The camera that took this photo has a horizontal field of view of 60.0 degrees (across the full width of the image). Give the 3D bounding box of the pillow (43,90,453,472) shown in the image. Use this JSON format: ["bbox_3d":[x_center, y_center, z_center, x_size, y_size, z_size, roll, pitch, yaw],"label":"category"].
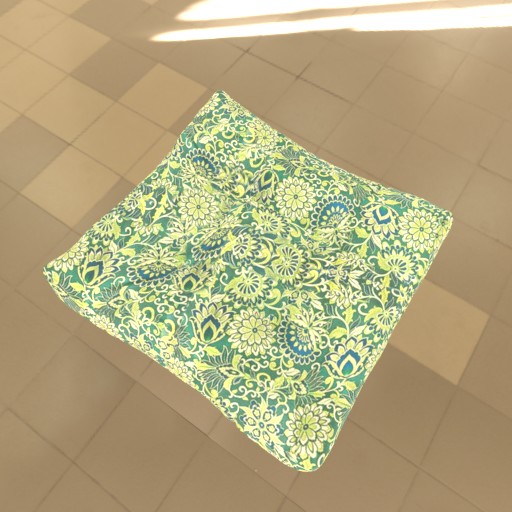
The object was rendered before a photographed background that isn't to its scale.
[{"bbox_3d":[0.000,0.000,0.723,0.490,0.128,0.468,31,68,14],"label":"pillow"}]
